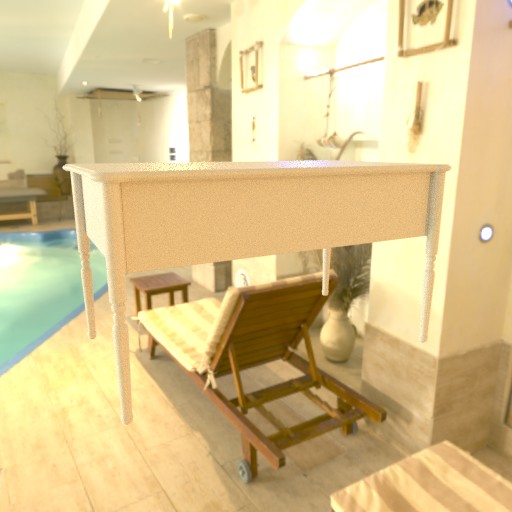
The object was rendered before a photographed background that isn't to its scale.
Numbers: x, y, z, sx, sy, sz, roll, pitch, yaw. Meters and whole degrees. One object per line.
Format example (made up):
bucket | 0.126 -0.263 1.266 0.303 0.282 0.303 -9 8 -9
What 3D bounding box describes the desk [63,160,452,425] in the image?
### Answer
desk | 0.000 0.000 1.873 1.380 0.762 0.807 -7 15 -27
